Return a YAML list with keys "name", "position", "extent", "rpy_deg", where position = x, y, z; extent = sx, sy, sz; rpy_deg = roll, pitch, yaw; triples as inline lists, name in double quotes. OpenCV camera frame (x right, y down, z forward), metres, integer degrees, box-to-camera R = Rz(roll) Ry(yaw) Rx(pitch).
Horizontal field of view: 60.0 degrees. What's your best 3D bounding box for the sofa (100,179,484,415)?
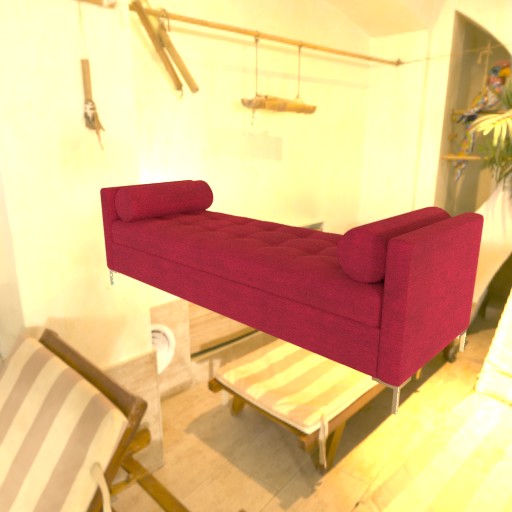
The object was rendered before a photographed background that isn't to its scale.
- name: "sofa"
  position: [0.000, 0.000, 2.337]
  extent: [1.981, 0.635, 0.686]
  rpy_deg: [15, 21, 42]
